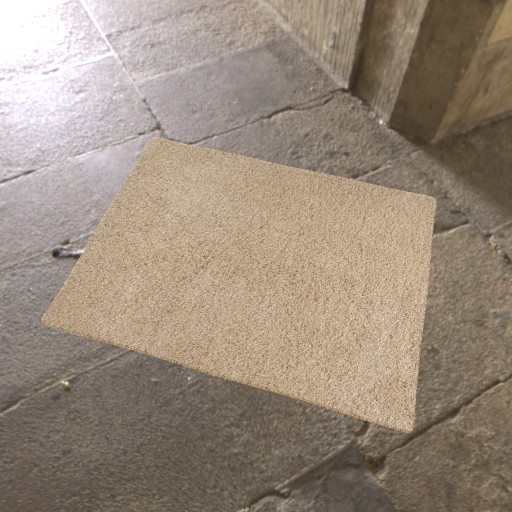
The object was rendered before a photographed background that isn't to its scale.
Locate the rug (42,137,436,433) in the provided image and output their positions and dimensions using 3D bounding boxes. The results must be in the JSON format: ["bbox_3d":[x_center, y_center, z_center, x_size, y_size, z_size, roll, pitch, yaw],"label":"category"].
[{"bbox_3d":[0.000,0.000,2.115,1.600,0.025,1.199,14,59,9],"label":"rug"}]
